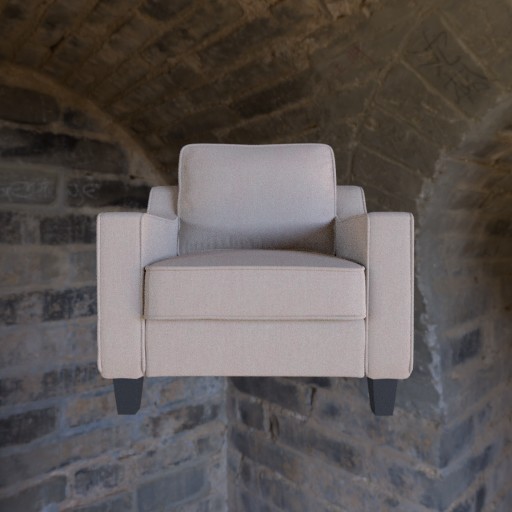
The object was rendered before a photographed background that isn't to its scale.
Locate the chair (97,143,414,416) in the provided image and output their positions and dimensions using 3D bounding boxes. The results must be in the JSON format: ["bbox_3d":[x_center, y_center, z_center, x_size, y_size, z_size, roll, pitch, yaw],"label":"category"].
[{"bbox_3d":[0.000,0.000,1.675,0.922,0.948,0.882,0,1,1],"label":"chair"}]
